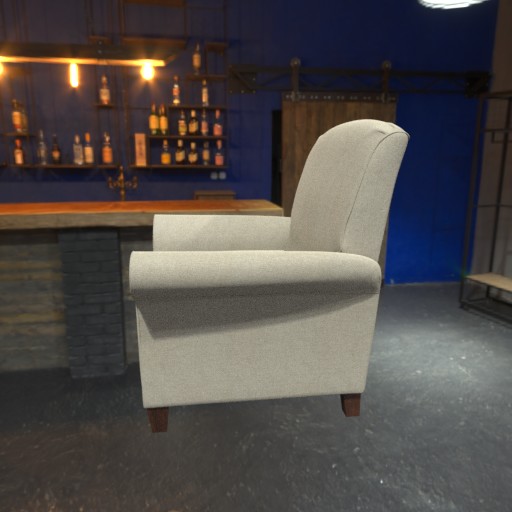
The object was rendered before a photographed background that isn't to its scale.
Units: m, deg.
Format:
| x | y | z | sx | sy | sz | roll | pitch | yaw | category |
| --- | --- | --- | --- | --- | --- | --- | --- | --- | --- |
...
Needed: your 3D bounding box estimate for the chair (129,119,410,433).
| x | y | z | sx | sy | sz | roll | pitch | yaw | category |
| --- | --- | --- | --- | --- | --- | --- | --- | --- | --- |
| 0.000 | 0.000 | 1.798 | 0.905 | 1.061 | 0.978 | -2 | 13 | -8 | chair |
